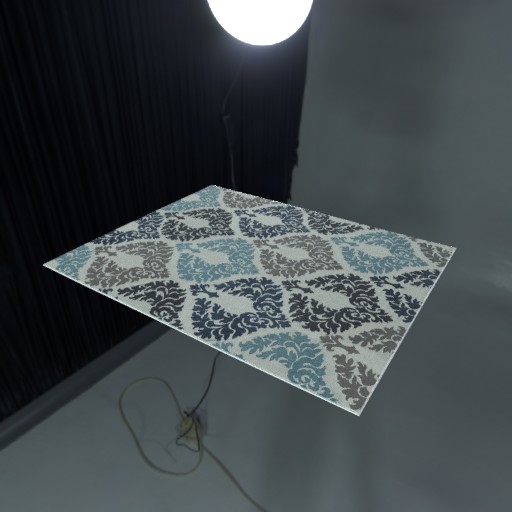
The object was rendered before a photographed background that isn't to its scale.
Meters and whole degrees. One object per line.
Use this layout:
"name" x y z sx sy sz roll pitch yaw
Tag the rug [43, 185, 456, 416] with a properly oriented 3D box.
"rug" 0.000 0.000 4.146 3.040 0.014 2.423 18 35 29
